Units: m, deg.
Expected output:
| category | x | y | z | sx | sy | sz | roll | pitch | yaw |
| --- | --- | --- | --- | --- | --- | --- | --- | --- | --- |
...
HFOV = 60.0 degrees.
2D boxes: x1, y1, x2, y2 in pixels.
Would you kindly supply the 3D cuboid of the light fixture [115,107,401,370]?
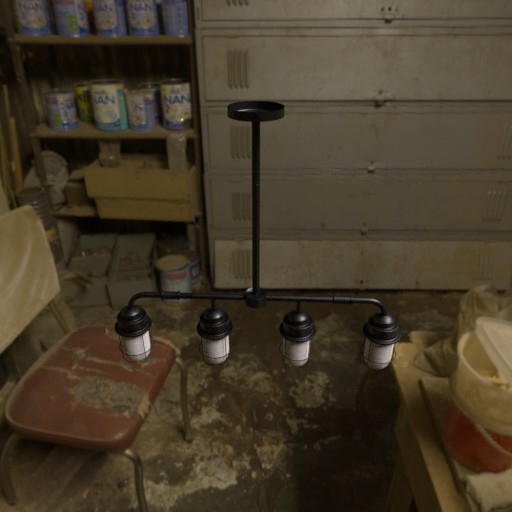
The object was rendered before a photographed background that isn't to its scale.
| category | x | y | z | sx | sy | sz | roll | pitch | yaw |
| --- | --- | --- | --- | --- | --- | --- | --- | --- | --- |
| light fixture | 0.000 | 0.000 | 1.204 | 0.852 | 0.785 | 0.131 | 1 | 29 | 2 |
